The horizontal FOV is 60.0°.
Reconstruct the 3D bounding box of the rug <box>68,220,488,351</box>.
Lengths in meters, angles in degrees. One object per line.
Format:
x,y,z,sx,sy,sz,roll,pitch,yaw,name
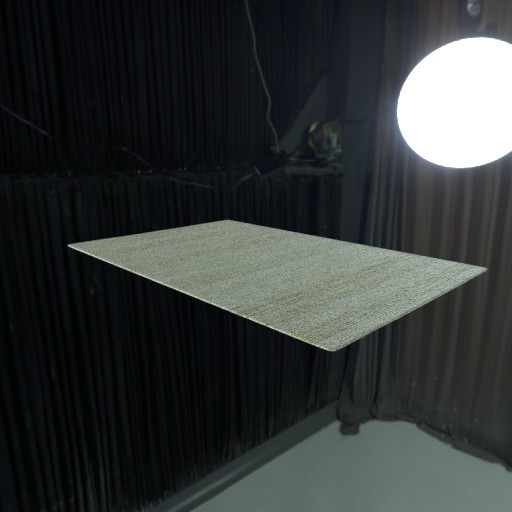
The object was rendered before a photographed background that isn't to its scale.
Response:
0.000,0.000,2.164,1.143,0.010,1.758,-14,20,-42,rug
